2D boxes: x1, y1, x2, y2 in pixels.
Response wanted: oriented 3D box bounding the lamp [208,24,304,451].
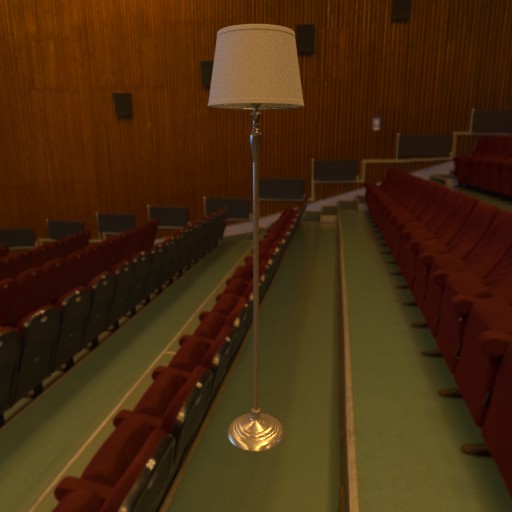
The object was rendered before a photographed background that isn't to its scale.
[{"bbox_3d":[0.000,0.000,1.643,0.327,1.506,0.327,2,15,9],"label":"lamp"}]
